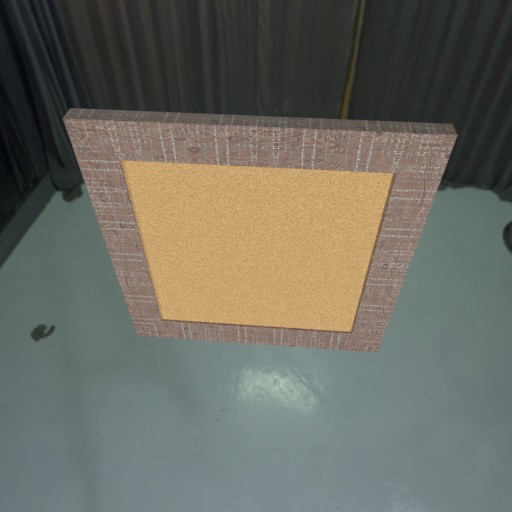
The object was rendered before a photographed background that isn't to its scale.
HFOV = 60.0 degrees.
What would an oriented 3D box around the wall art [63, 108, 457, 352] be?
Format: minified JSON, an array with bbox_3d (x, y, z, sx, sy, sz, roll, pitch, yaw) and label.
[{"bbox_3d":[0.000,0.000,0.795,0.531,0.531,0.029,3,46,3],"label":"wall art"}]
